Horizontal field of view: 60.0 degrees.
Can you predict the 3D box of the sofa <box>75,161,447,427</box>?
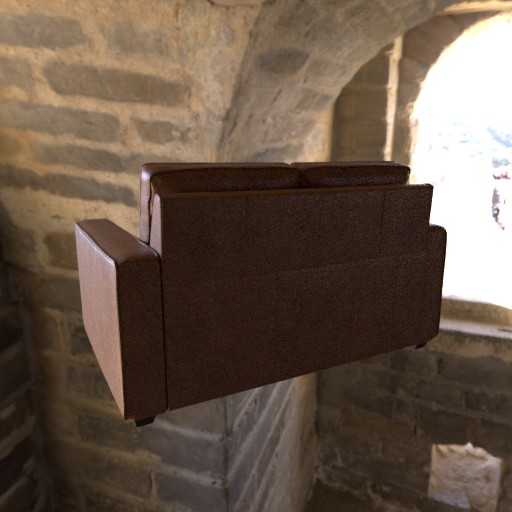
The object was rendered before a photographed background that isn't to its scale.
[{"bbox_3d":[0.000,0.000,2.136,1.532,0.896,1.020,-7,14,-27],"label":"sofa"}]
